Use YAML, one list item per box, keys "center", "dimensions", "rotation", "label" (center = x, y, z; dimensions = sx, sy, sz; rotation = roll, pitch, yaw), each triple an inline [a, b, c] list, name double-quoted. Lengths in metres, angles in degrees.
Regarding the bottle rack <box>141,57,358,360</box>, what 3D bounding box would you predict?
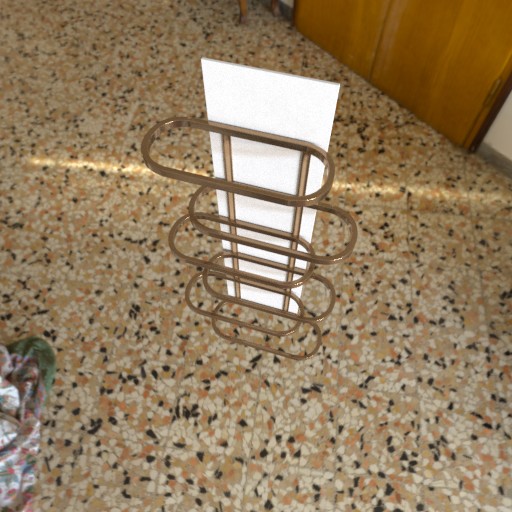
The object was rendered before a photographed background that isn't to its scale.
- center: [0.000, 0.000, 0.832]
  dimensions: [0.332, 0.709, 0.118]
  rotation: [15, 59, 9]
  label: "bottle rack"
